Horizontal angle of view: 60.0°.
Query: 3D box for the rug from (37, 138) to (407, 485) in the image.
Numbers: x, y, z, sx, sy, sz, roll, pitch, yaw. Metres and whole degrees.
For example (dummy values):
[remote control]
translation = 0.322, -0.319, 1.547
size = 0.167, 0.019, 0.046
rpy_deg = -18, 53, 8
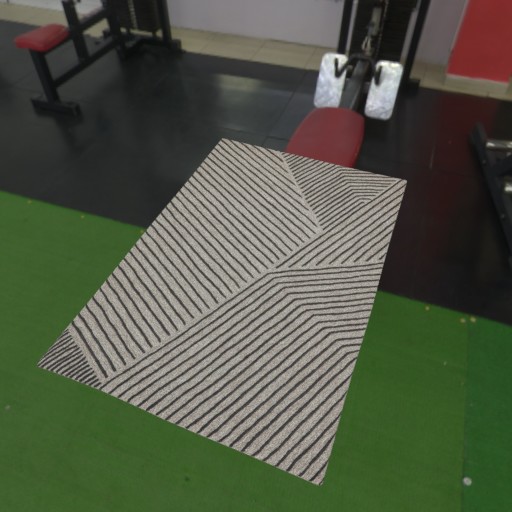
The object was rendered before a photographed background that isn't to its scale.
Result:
[rug]
translation = 0.000, 0.000, 2.265
size = 1.237, 0.019, 1.842
rpy_deg = 17, 49, 15
